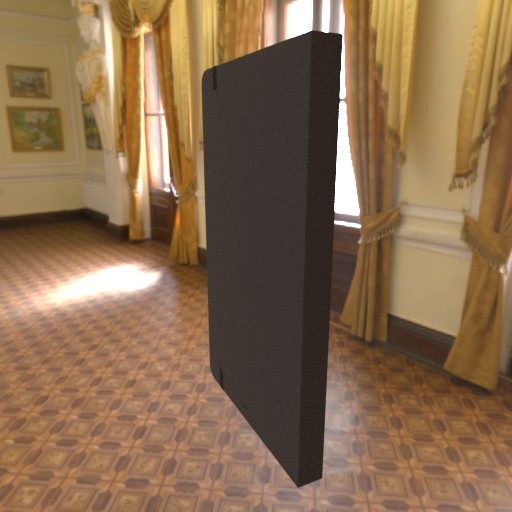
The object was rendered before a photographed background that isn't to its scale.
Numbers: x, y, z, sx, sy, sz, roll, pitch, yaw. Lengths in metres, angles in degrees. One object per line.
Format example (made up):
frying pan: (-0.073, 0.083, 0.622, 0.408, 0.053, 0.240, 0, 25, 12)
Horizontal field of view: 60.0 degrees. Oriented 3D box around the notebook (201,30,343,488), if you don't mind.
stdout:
notebook: (0.000, 0.000, 0.256, 0.016, 0.213, 0.127, -7, 17, -25)
